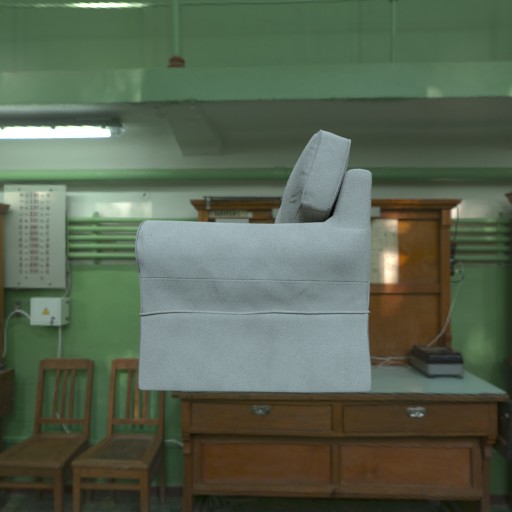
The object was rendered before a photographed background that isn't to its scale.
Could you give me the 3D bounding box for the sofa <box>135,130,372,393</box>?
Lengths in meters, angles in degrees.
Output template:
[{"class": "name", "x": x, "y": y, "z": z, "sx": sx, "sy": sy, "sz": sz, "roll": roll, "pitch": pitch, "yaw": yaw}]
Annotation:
[{"class": "sofa", "x": 0.000, "y": 0.000, "z": 2.692, "sx": 0.900, "sy": 1.014, "sz": 2.246, "roll": 0, "pitch": 0, "yaw": 1}]
